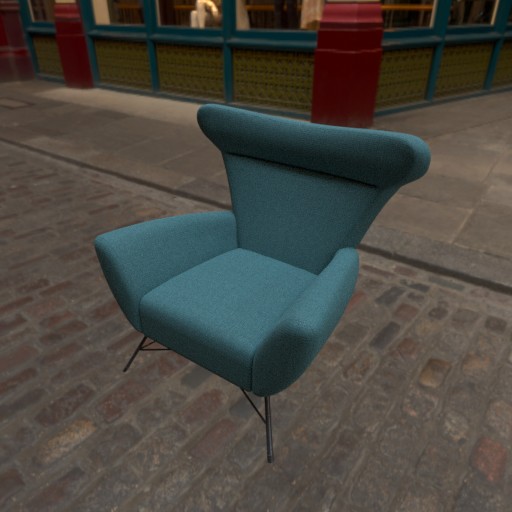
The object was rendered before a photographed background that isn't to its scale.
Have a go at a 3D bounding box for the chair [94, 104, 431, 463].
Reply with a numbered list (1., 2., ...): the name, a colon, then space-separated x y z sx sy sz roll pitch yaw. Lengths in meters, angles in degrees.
1. chair: 0.000 0.000 1.783 1.050 0.980 0.900 20 36 29
